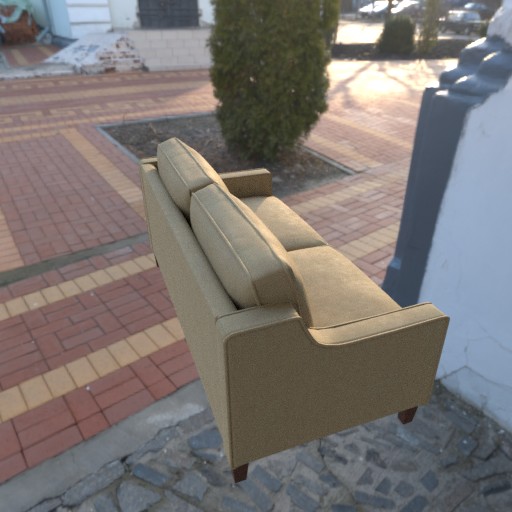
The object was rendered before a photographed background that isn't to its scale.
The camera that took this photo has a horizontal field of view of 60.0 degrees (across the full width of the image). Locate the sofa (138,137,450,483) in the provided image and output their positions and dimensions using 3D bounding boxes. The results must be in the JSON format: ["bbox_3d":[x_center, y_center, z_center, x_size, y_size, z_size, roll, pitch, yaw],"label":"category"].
[{"bbox_3d":[0.000,0.000,2.753,1.066,1.071,2.178,-11,31,-18],"label":"sofa"}]
